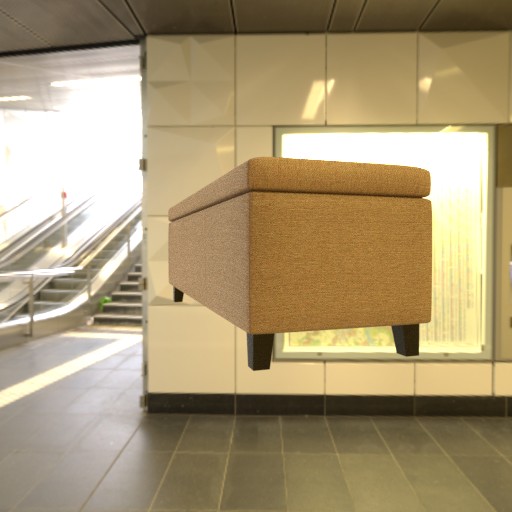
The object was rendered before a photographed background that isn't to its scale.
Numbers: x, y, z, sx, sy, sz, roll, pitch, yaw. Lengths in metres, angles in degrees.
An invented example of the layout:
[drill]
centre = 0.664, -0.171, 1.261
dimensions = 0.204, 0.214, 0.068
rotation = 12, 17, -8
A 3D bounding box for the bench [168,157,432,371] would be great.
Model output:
[bench]
centre = 0.000, 0.000, 1.521
dimensions = 0.446, 0.438, 1.269
rotation = 0, 1, -18
